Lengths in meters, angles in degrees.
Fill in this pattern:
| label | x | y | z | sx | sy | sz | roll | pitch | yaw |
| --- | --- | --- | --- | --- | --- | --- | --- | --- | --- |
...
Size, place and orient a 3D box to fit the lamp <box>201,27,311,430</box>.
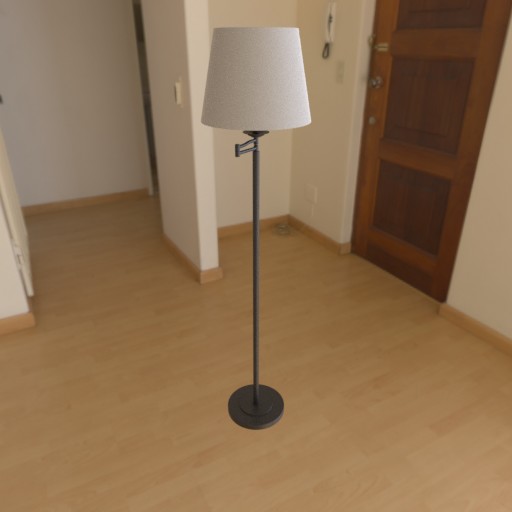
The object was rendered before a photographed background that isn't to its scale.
| label | x | y | z | sx | sy | sz | roll | pitch | yaw |
| --- | --- | --- | --- | --- | --- | --- | --- | --- | --- |
| lamp | 0.000 | 0.000 | 1.611 | 0.348 | 1.473 | 0.348 | 18 | 31 | 32 |
